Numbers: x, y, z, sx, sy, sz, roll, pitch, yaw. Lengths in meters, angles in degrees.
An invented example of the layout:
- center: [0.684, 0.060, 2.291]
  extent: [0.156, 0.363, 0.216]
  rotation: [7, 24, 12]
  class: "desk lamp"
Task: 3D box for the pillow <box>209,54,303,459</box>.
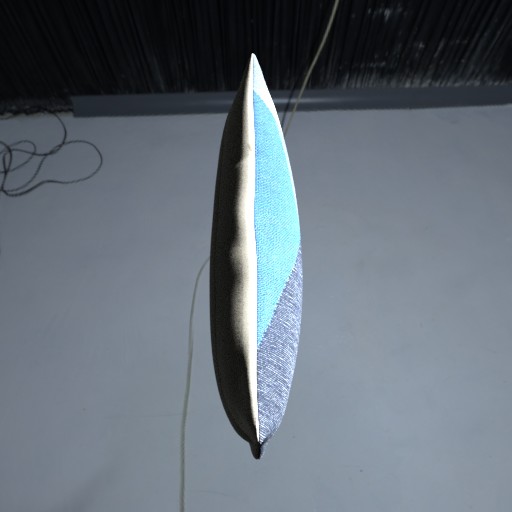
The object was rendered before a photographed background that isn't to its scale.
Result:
- center: [0.000, 0.000, 0.731]
  extent: [0.148, 0.307, 0.604]
  rotation: [-1, 64, 0]
  class: "pillow"
